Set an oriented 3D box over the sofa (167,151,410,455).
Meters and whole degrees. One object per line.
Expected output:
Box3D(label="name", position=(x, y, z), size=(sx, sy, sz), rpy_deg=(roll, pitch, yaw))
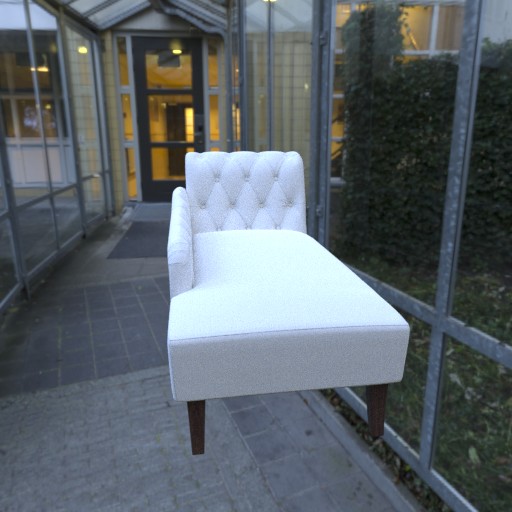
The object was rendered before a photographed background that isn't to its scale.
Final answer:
Box3D(label="sofa", position=(0.000, 0.000, 1.824), size=(0.675, 0.787, 1.379), rpy_deg=(-2, 16, -8))
